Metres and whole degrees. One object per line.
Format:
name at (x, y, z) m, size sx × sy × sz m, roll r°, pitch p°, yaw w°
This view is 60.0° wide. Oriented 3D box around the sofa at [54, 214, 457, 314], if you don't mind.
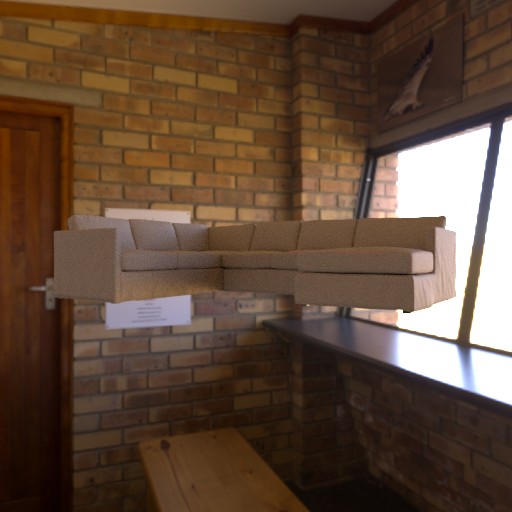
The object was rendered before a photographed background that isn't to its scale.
sofa at (0.000, 0.000, 4.588) m, size 3.460 × 0.882 × 2.427 m, roll 0°, pitch 0°, yaw 35°
